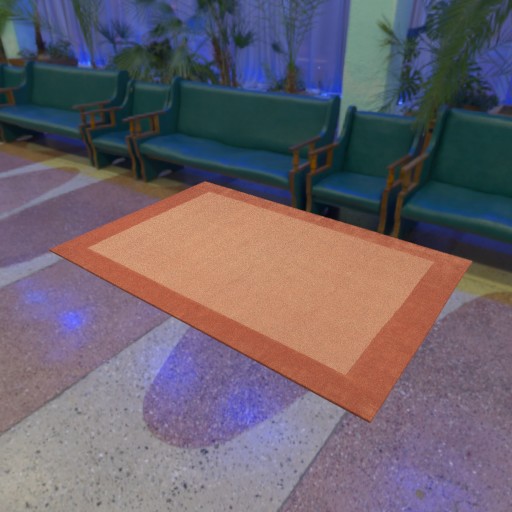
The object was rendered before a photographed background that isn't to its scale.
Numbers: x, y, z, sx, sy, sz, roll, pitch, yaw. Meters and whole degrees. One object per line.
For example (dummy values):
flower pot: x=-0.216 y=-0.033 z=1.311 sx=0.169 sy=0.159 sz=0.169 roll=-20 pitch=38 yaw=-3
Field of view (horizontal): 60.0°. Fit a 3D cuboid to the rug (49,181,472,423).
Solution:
rug: x=0.000 y=0.000 z=2.298 sx=1.829 sy=0.014 sz=1.219 roll=21 pitch=37 yaw=31
